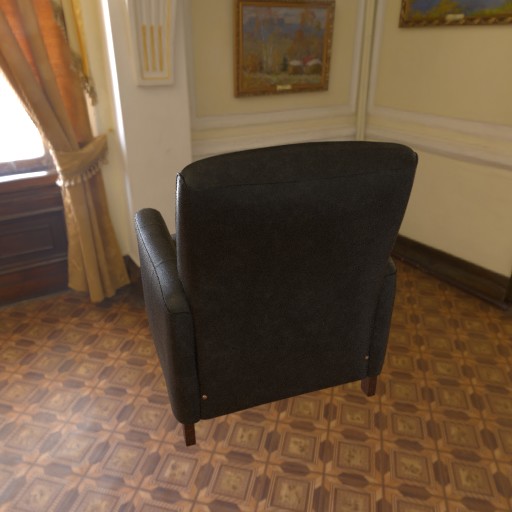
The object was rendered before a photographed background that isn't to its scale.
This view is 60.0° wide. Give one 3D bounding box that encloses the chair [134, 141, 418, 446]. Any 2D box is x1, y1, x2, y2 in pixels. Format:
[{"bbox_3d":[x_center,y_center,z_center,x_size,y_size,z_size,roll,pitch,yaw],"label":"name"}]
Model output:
[{"bbox_3d":[0.000,0.000,1.694,0.848,1.014,0.864,-9,27,-17],"label":"chair"}]
